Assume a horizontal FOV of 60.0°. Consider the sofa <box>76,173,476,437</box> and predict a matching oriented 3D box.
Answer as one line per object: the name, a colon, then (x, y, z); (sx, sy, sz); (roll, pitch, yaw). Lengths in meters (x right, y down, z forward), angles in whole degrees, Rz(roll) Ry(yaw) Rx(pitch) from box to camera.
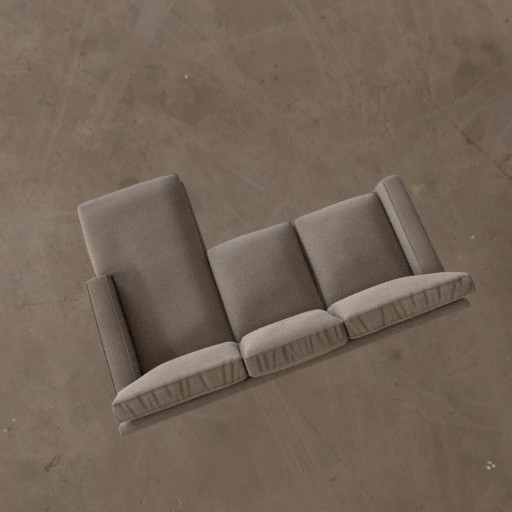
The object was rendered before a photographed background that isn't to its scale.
sofa: (0.000, 0.000, 2.841); (2.087, 0.861, 1.496); (-19, 78, -4)
